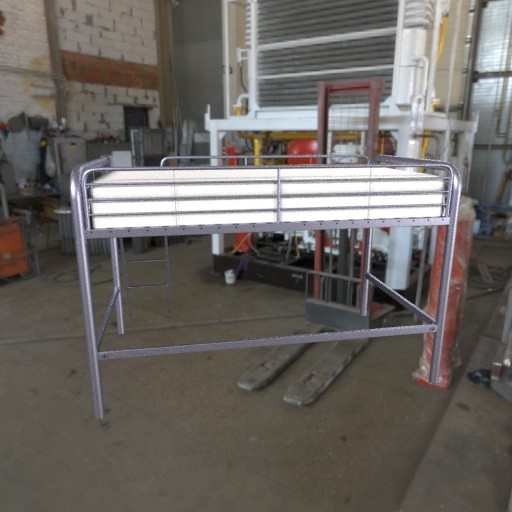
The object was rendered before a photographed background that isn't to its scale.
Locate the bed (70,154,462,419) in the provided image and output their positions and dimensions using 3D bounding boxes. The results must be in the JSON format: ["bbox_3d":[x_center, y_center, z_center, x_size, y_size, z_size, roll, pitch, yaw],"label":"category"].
[{"bbox_3d":[0.000,0.000,2.967,1.965,1.288,1.415,-3,16,-10],"label":"bed"}]
